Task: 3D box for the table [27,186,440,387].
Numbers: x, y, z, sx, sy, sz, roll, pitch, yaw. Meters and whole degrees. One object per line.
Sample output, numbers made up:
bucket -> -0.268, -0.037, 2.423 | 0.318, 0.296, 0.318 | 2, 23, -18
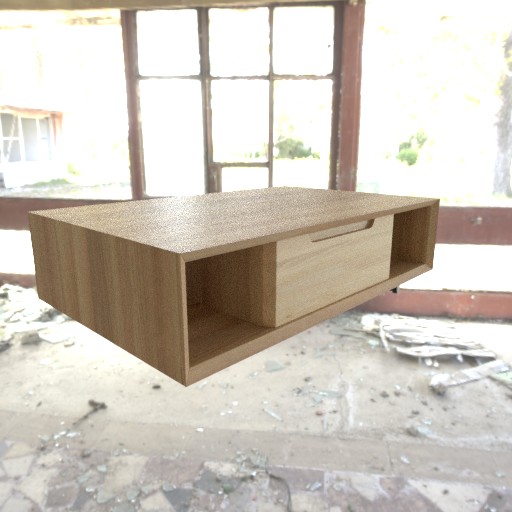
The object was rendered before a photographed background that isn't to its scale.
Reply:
table -> 0.000, 0.000, 1.416 | 0.700, 0.330, 1.100 | 13, 19, 42
